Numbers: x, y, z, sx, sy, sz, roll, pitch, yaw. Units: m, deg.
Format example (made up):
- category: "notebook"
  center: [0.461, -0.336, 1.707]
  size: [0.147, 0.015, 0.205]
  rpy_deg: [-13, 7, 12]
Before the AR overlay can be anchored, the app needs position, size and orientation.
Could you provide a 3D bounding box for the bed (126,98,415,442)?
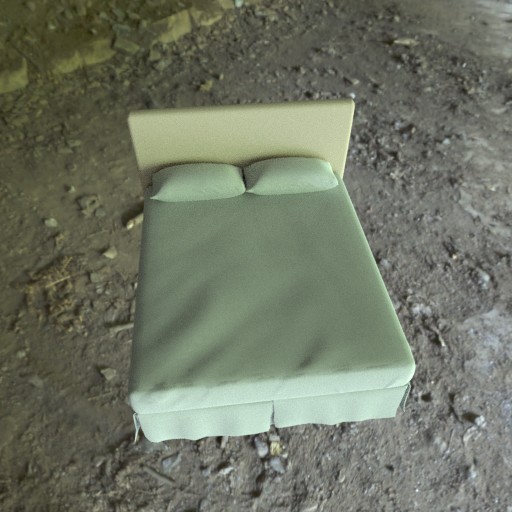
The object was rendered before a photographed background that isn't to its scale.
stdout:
- category: "bed"
  center: [0.000, 0.000, 3.290]
  size: [1.884, 1.330, 2.142]
  rpy_deg: [-5, 47, -4]
